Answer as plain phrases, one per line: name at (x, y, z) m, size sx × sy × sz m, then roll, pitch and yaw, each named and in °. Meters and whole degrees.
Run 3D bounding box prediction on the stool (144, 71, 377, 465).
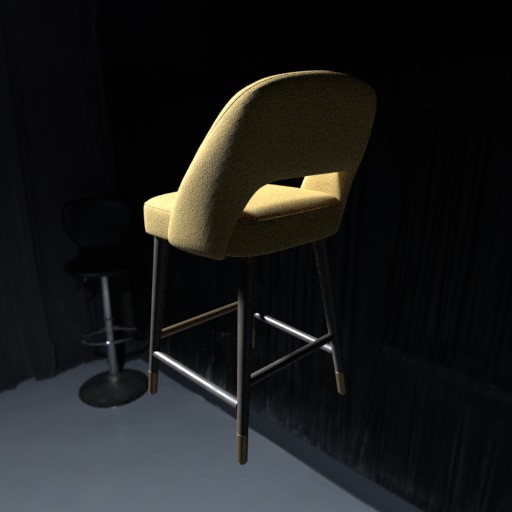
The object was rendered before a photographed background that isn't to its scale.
stool at (0.000, 0.000, 1.260) m, size 0.536 × 0.939 × 0.522 m, roll -16°, pitch 23°, yaw -42°
